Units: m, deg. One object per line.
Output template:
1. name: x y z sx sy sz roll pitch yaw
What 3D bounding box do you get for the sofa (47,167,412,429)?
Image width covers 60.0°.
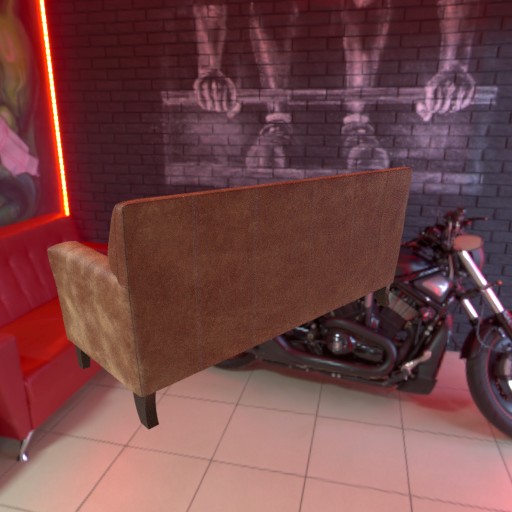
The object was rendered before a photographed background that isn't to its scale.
1. sofa: 0.000 0.000 2.567 2.053 0.947 0.805 -15 22 -42
